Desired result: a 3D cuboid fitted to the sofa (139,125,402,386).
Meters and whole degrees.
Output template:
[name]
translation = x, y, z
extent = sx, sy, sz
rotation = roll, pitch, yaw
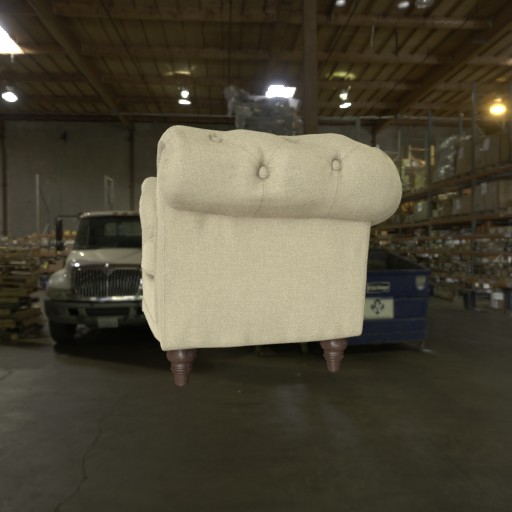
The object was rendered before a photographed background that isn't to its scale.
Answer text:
[sofa]
translation = 0.000, 0.000, 2.077
extent = 1.034, 0.878, 1.405
rotation = 0, 1, -17
